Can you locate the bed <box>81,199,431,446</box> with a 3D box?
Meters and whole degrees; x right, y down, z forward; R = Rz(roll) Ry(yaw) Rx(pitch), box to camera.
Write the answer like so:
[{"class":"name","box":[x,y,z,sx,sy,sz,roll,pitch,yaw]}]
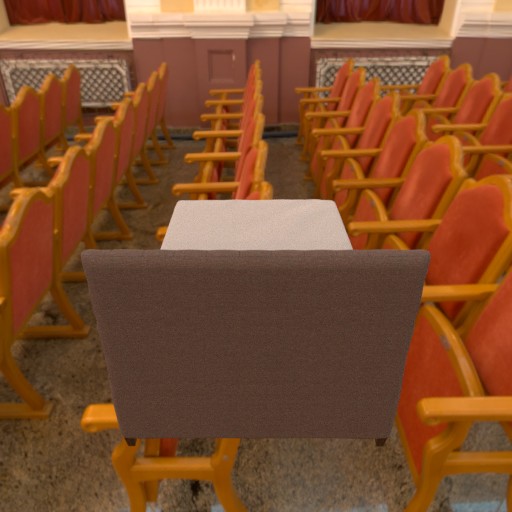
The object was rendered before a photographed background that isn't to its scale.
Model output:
[{"class":"bed","box":[0.000,0.000,3.457,1.698,1.427,2.387,0,31,0]}]
